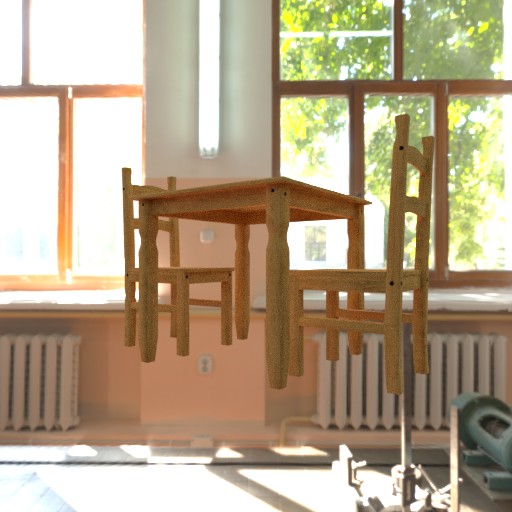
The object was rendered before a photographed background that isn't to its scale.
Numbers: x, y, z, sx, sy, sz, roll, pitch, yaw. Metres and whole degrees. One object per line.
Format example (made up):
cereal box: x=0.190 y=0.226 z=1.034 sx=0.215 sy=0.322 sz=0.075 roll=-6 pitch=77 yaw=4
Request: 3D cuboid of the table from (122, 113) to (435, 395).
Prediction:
table: x=0.000 y=0.000 z=2.059 sx=1.501 sy=0.942 sz=0.813 roll=0 pitch=-1 yaw=36
